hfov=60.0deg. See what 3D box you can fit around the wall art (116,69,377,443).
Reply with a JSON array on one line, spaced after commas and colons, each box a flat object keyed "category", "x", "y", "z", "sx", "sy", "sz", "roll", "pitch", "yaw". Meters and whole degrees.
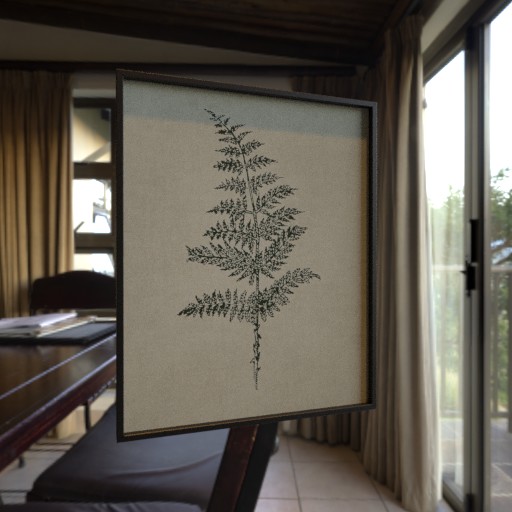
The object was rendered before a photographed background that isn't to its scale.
[{"category": "wall art", "x": 0.000, "y": 0.000, "z": 0.747, "sx": 0.449, "sy": 0.555, "sz": 0.039, "roll": 0, "pitch": 0, "yaw": -19}]
